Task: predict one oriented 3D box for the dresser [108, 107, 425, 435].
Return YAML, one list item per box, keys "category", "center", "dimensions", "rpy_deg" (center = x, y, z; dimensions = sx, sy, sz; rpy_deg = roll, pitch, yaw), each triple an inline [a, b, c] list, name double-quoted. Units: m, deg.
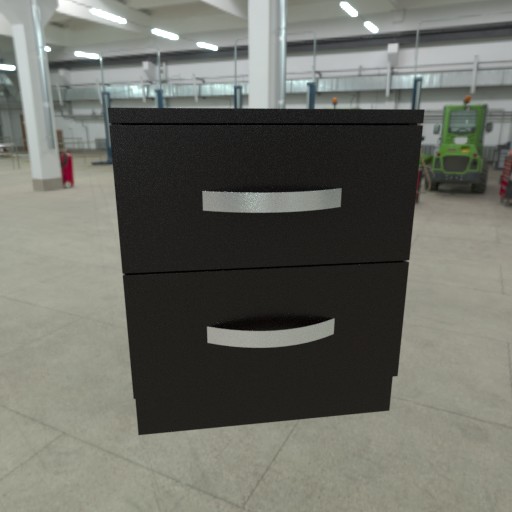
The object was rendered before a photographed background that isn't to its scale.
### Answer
- category: "dresser"
  center: [0.000, 0.000, 0.762]
  dimensions: [0.400, 0.470, 0.360]
  rpy_deg: [-2, 16, -8]
